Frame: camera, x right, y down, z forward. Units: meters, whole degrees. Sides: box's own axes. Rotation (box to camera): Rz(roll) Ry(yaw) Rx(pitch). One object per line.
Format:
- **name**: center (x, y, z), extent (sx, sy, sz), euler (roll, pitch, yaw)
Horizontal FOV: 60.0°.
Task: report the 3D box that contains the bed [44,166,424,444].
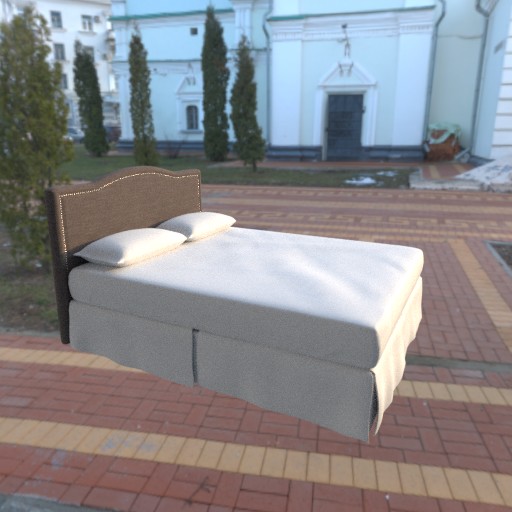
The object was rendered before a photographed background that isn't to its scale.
- **bed**: center (0.000, 0.000, 3.894), extent (2.689, 1.457, 2.161), euler (8, 18, 26)
